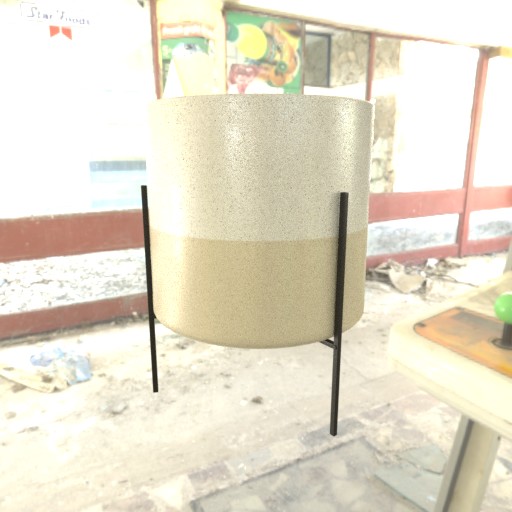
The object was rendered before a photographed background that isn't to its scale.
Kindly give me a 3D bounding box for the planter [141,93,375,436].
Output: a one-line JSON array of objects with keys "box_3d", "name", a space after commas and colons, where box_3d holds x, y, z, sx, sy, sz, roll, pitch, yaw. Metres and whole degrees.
[{"box_3d": [0.000, 0.000, 0.756, 0.368, 0.484, 0.359, -2, 14, -7], "name": "planter"}]
